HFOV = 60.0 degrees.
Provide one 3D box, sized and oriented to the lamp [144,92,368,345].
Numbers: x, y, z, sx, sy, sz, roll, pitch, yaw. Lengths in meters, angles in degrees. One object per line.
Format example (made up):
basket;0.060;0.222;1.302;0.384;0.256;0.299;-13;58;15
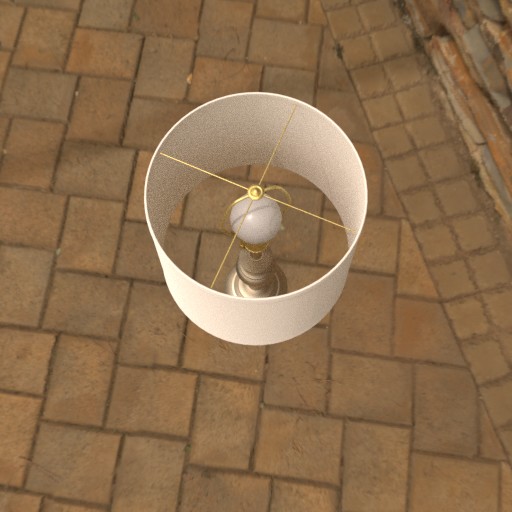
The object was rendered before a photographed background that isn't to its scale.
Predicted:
lamp;0.000;0.000;0.817;0.328;0.619;0.328;0;75;0
